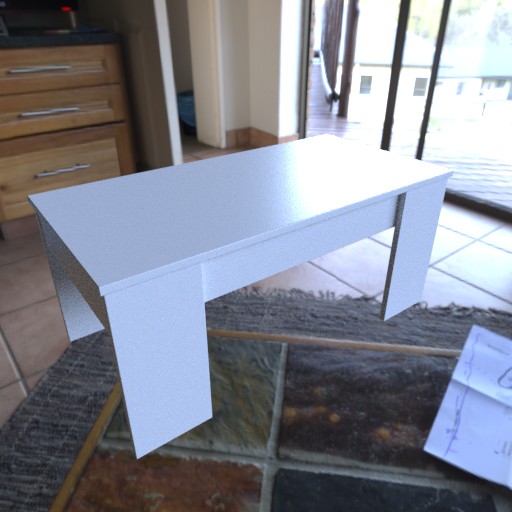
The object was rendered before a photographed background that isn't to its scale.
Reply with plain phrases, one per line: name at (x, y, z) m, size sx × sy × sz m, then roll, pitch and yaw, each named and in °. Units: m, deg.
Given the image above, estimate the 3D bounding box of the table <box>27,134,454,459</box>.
table at (0.000, 0.000, 1.256) m, size 1.000 × 0.440 × 0.500 m, roll -20°, pitch 35°, yaw -31°
